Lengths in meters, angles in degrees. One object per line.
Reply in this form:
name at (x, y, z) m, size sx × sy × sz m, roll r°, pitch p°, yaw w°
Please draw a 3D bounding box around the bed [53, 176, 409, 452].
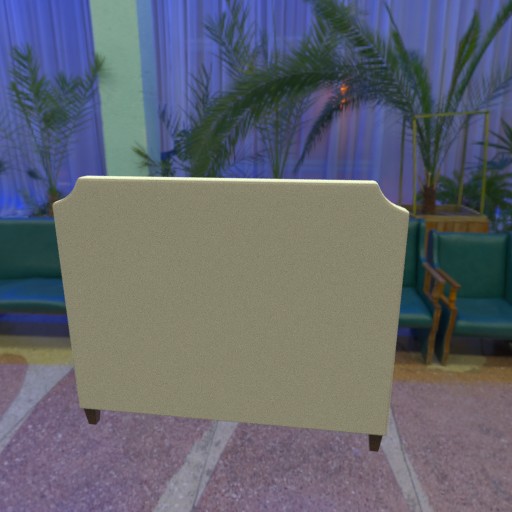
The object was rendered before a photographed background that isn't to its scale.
bed at (0.000, 0.000, 3.317) m, size 1.703 × 1.415 × 2.329 m, roll 2°, pitch 17°, yaw 8°
